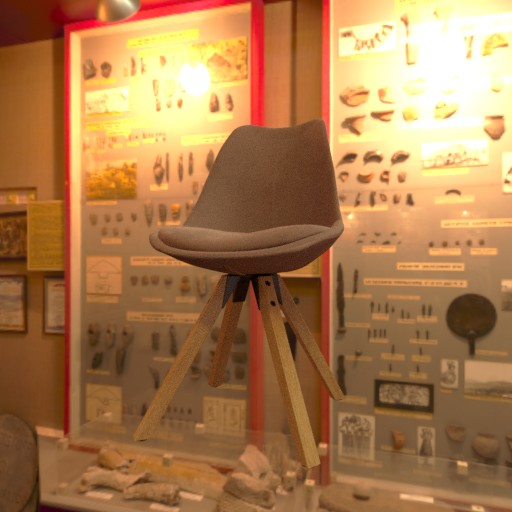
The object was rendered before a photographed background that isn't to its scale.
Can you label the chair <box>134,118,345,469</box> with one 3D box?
[{"bbox_3d":[0.000,0.000,1.192,0.485,0.850,0.550,0,1,18],"label":"chair"}]
